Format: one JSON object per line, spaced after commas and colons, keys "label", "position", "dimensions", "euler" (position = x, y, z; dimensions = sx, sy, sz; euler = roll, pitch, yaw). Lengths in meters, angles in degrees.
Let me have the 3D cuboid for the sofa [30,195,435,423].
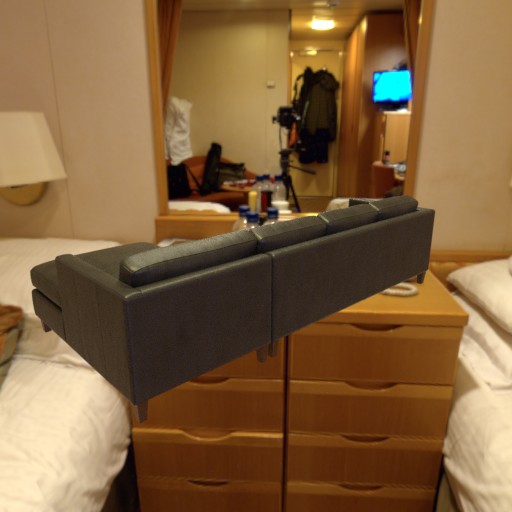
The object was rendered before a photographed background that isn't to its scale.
{"label": "sofa", "position": [0.000, 0.000, 3.800], "dimensions": [3.203, 0.883, 1.581], "euler": [-15, 23, -41]}
